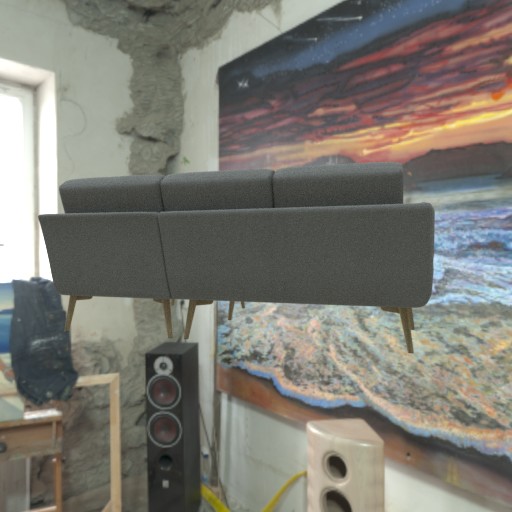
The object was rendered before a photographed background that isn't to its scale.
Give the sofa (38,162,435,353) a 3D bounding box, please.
[{"bbox_3d":[0.000,0.000,2.805,2.040,0.860,1.530,0,1,17],"label":"sofa"}]
